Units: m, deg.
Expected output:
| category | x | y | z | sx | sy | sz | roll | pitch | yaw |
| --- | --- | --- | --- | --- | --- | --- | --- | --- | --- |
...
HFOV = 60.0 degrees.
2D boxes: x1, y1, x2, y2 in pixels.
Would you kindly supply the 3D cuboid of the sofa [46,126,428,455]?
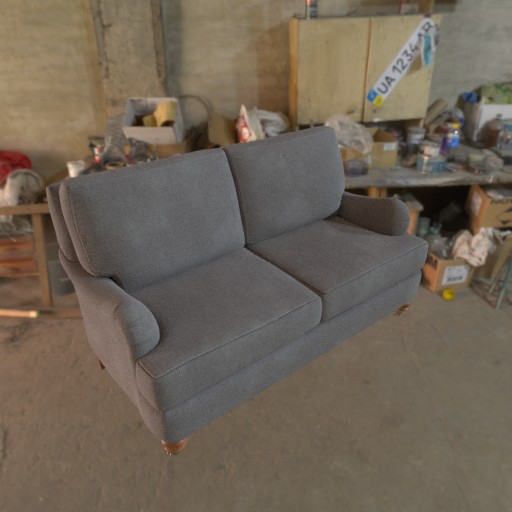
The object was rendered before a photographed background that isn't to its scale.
| category | x | y | z | sx | sy | sz | roll | pitch | yaw |
| --- | --- | --- | --- | --- | --- | --- | --- | --- | --- |
| sofa | 0.000 | 0.000 | 2.466 | 1.853 | 1.101 | 1.084 | -21 | 36 | -33 |
